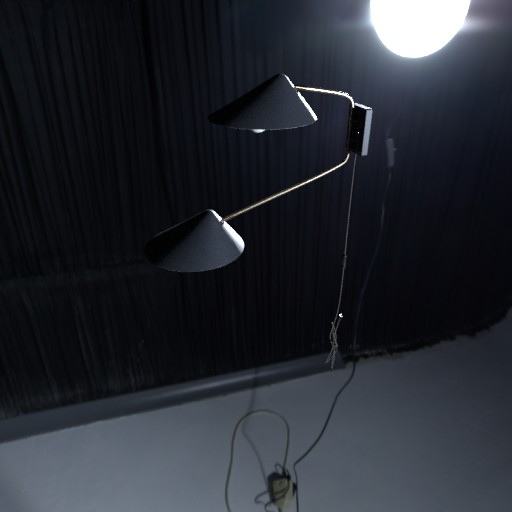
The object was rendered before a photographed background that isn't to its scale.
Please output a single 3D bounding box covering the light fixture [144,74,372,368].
[{"bbox_3d":[0.000,0.000,0.873,0.422,0.665,0.189,-8,30,-15],"label":"light fixture"}]
